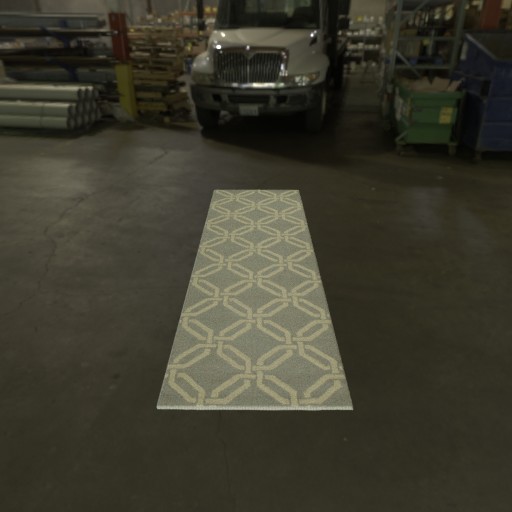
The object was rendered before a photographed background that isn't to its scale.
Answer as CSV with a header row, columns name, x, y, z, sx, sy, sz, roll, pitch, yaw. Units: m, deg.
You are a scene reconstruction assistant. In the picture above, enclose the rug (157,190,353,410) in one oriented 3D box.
name,x,y,z,sx,sy,sz,roll,pitch,yaw
rug,0.000,0.000,2.532,0.678,0.014,2.276,0,27,0
